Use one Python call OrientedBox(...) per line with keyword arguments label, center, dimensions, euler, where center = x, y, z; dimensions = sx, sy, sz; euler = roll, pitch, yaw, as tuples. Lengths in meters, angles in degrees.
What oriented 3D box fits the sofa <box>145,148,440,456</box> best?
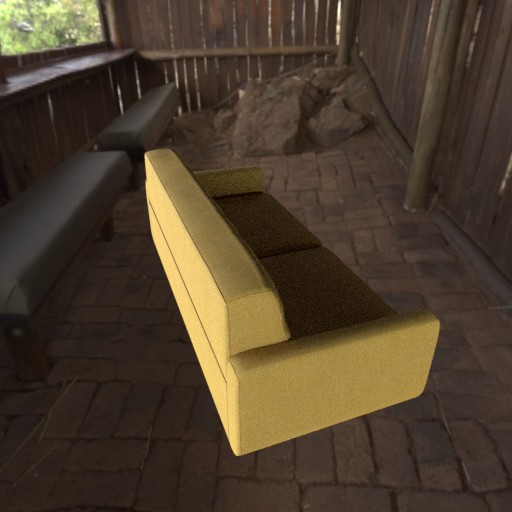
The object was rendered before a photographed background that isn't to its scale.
OrientedBox(label="sofa", center=(0.000, 0.000, 2.507), dimensions=(0.909, 0.841, 2.029), euler=(-11, 32, -18))
